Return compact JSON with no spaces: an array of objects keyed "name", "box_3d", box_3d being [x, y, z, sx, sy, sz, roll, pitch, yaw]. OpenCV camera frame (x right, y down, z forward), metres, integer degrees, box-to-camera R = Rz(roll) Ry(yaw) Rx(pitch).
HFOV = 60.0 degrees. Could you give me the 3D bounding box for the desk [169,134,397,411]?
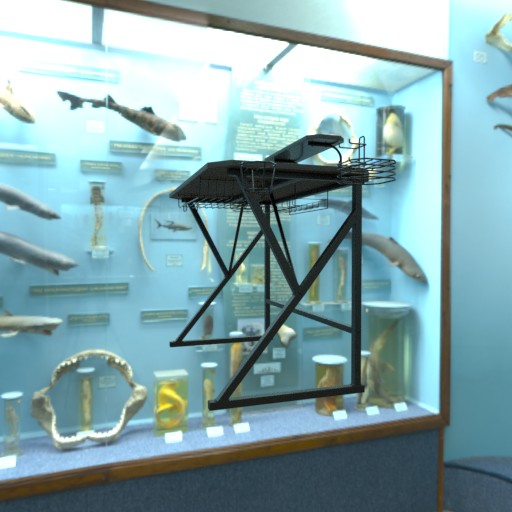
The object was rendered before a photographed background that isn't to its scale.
[{"name":"desk","box_3d":[0.000,0.000,1.787,0.580,0.880,1.290,0,1,-19]}]
